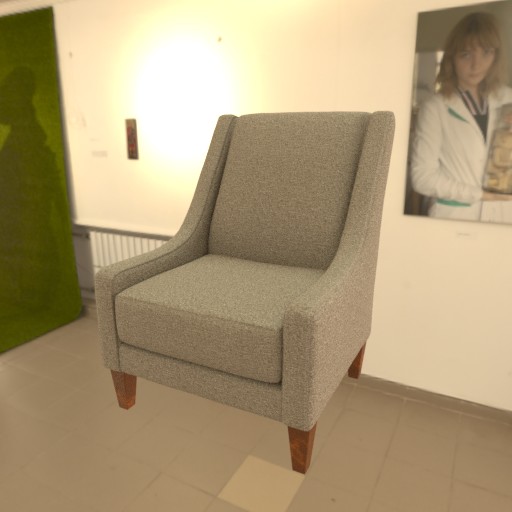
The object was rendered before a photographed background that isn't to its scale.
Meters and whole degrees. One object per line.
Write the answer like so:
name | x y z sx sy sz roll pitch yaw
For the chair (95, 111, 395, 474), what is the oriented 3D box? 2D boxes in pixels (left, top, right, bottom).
chair | 0.000 0.000 1.598 0.774 1.016 0.870 8 17 26
